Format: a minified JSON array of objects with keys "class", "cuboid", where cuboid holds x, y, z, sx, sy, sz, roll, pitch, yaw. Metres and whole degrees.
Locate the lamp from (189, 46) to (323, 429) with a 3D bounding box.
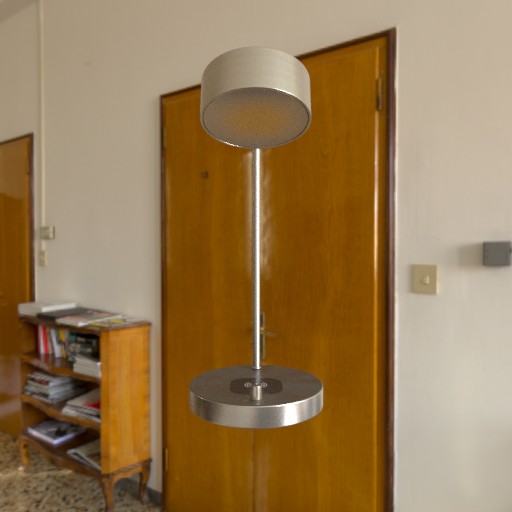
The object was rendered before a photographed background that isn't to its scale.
[{"class":"lamp","cuboid":[0.000,0.000,0.641,0.211,0.469,0.334,0,1,0]}]
